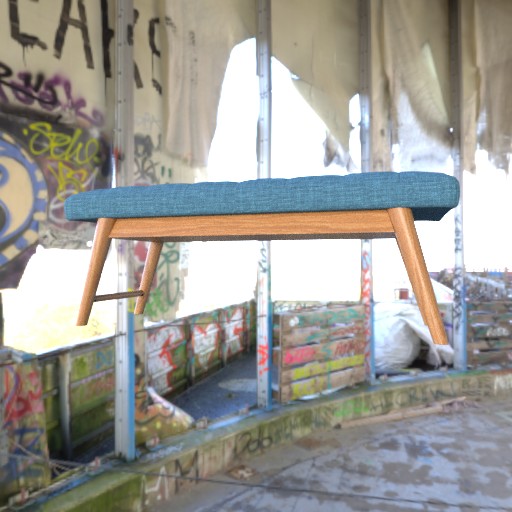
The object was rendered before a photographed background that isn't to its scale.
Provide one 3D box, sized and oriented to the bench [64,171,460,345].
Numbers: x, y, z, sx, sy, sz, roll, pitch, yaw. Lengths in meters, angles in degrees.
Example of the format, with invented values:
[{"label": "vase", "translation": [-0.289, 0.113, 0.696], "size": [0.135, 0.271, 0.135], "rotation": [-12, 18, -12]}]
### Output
[{"label": "bench", "translation": [0.000, 0.000, 1.382], "size": [1.118, 0.432, 0.406], "rotation": [0, -1, 17]}]
